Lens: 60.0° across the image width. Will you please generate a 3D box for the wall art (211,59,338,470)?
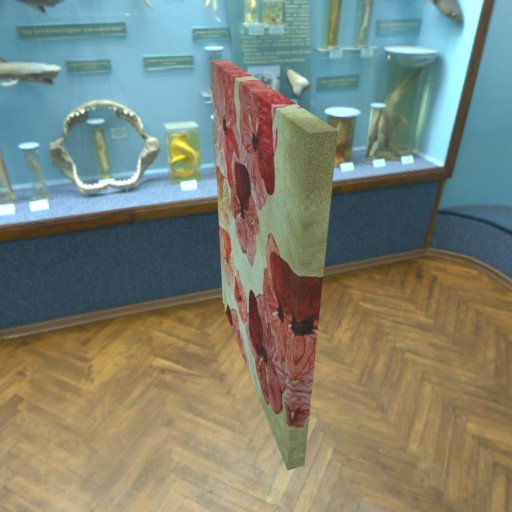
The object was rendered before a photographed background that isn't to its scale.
[{"bbox_3d":[0.000,0.000,0.692,0.028,0.508,0.406,-9,34,-14],"label":"wall art"}]
